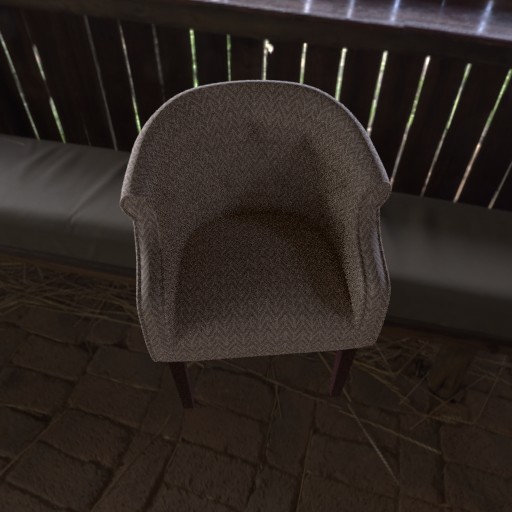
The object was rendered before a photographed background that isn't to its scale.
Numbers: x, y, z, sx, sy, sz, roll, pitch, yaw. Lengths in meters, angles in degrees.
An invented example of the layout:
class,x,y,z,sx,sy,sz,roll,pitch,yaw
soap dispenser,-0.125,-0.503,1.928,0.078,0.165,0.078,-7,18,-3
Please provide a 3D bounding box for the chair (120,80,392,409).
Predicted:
class,x,y,z,sx,sy,sz,roll,pitch,yaw
chair,0.000,0.000,1.354,0.686,0.858,0.613,-3,45,-3
